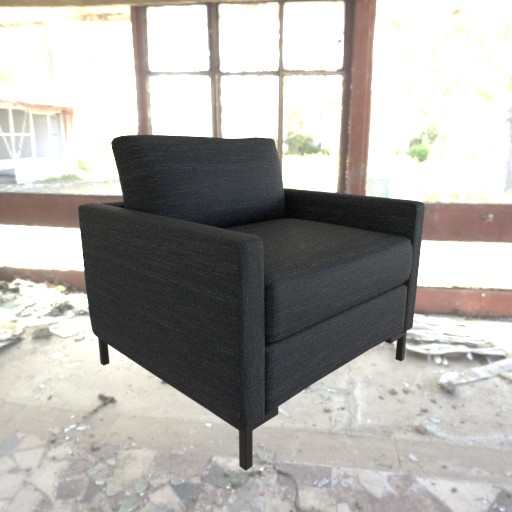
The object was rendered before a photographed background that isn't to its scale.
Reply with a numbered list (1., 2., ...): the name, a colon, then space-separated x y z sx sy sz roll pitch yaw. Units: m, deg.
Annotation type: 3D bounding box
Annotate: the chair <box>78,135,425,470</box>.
1. chair: 0.000 0.000 1.631 0.963 0.861 0.866 -14 20 -43
